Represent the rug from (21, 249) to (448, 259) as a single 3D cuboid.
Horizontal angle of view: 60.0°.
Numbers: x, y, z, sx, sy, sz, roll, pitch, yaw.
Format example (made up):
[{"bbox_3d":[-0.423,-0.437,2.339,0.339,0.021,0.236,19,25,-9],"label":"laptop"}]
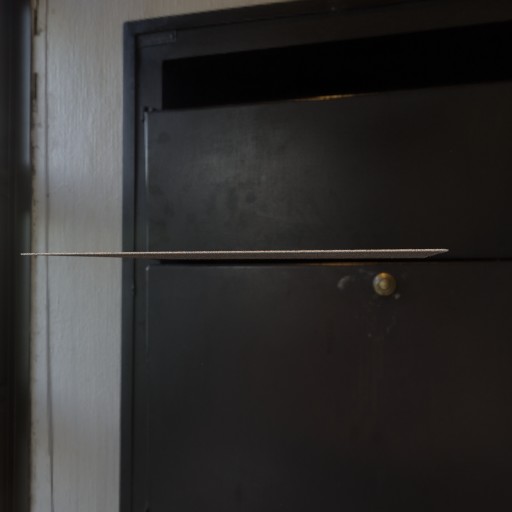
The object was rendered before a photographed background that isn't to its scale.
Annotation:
[{"bbox_3d":[0.000,0.000,4.022,2.980,0.012,2.363,0,-1,18],"label":"rug"}]
